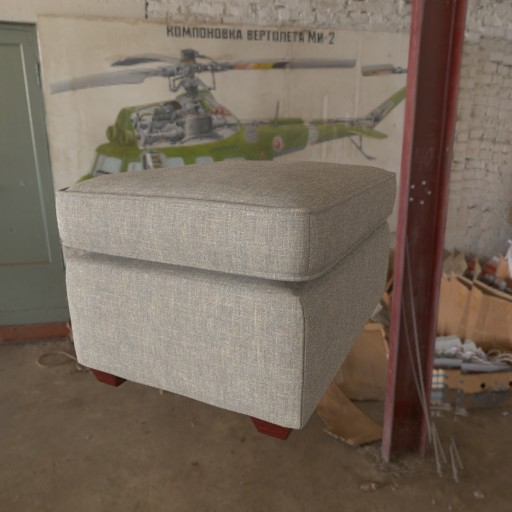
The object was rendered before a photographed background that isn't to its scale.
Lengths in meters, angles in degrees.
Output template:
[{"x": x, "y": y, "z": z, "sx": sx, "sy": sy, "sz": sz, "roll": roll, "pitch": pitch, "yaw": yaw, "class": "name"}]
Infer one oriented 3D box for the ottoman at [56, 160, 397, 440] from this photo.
[{"x": 0.000, "y": 0.000, "z": 1.104, "sx": 0.559, "sy": 0.457, "sz": 0.762, "roll": 7, "pitch": 17, "yaw": 25, "class": "ottoman"}]
